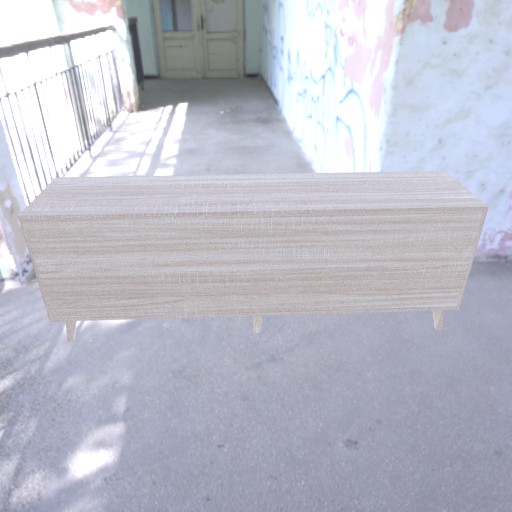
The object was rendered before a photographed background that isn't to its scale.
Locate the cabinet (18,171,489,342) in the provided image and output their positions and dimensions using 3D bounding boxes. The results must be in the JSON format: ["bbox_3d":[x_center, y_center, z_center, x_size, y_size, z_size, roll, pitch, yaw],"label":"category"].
[{"bbox_3d":[0.000,0.000,2.481,2.200,0.780,0.500,-1,30,-2],"label":"cabinet"}]
